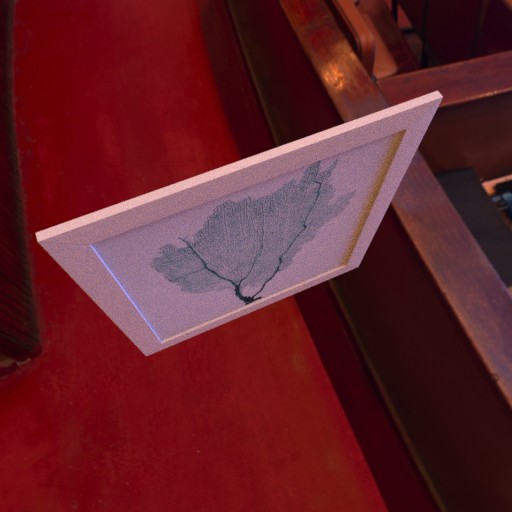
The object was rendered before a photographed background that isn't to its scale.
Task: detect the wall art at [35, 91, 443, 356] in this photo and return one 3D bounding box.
[{"bbox_3d":[0.000,0.000,0.837,0.572,0.577,0.015,-22,66,-10],"label":"wall art"}]
